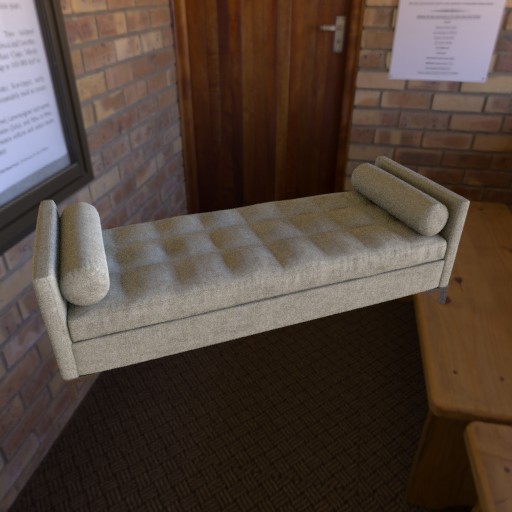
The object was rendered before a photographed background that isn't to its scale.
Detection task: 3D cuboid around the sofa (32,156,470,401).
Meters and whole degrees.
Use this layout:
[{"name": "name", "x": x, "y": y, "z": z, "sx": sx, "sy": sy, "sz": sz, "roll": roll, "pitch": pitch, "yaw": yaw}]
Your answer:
[{"name": "sofa", "x": 0.000, "y": 0.000, "z": 2.432, "sx": 2.102, "sy": 0.657, "sz": 0.797, "roll": -11, "pitch": 33, "yaw": -17}]
